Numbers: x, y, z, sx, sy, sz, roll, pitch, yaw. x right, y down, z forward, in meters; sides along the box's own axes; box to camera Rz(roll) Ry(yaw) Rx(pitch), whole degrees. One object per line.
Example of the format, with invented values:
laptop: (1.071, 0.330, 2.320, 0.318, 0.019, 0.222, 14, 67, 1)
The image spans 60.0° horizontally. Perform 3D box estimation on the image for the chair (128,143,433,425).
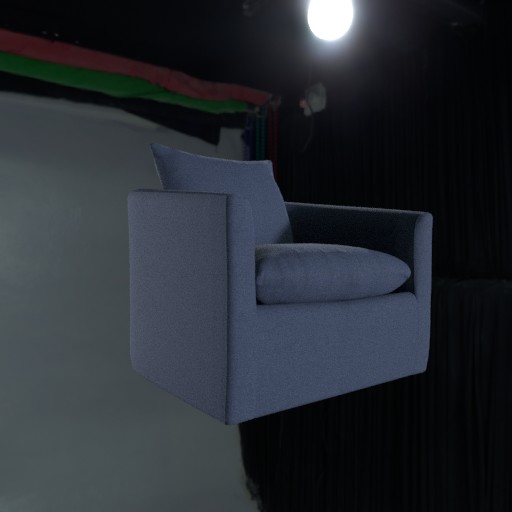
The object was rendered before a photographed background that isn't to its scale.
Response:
chair: (0.000, 0.000, 1.614, 0.845, 0.848, 0.910, 0, 0, -37)
